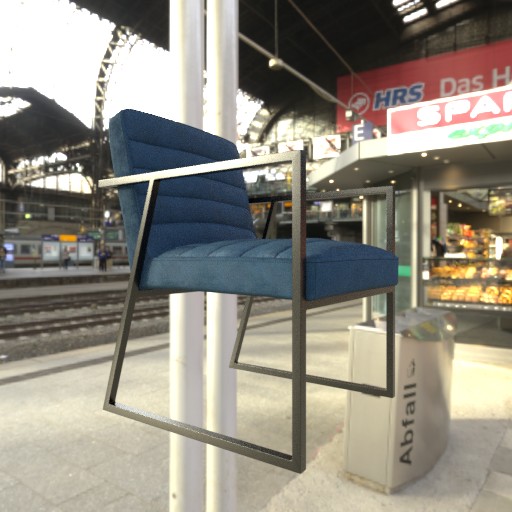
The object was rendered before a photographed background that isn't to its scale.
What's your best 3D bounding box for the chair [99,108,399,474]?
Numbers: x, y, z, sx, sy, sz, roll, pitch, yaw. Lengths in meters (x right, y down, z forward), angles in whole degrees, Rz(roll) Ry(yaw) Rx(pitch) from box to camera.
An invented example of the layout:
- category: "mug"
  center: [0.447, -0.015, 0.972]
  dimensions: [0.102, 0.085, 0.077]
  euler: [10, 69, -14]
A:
- category: "chair"
  center: [0.000, 0.000, 1.255]
  dimensions: [0.677, 0.833, 0.571]
  euler: [0, 0, 35]
